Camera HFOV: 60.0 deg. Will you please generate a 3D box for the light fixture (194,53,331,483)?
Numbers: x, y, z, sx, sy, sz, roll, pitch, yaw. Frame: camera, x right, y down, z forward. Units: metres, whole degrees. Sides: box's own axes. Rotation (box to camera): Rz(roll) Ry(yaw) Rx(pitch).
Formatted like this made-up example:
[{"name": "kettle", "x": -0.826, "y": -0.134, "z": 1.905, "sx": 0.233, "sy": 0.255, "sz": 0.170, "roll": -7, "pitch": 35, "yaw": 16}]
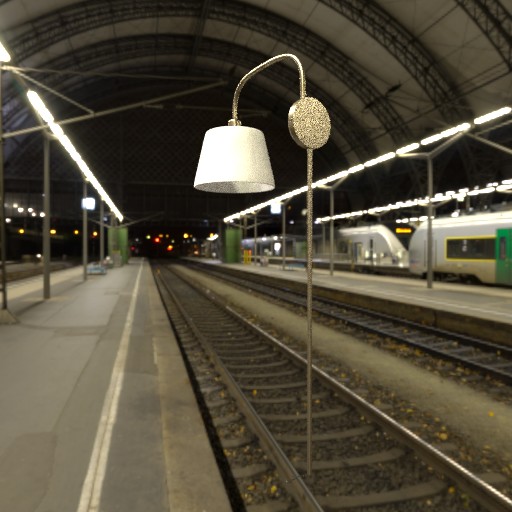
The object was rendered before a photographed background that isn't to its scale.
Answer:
[{"name": "light fixture", "x": 0.000, "y": 0.000, "z": 0.473, "sx": 0.092, "sy": 0.399, "sz": 0.176, "roll": -1, "pitch": 1, "yaw": -35}]
